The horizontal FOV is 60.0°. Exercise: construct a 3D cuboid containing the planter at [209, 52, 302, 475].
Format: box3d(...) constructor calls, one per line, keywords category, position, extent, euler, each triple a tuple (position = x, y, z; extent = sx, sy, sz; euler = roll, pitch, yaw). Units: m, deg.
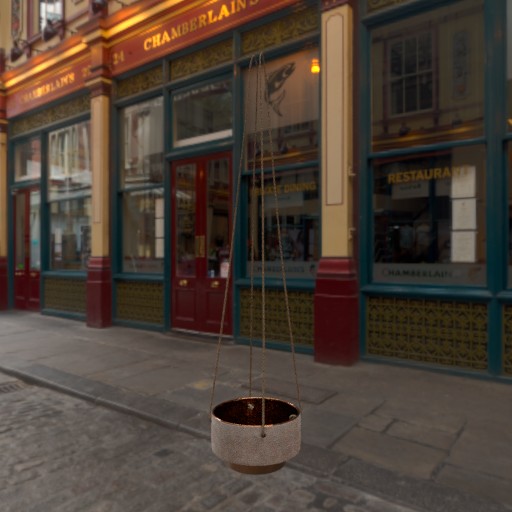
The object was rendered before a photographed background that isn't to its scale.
box3d(category="planter", position=(0.000, 0.000, 1.125), extent=(0.223, 1.030, 0.223), euler=(-1, -1, 36))
